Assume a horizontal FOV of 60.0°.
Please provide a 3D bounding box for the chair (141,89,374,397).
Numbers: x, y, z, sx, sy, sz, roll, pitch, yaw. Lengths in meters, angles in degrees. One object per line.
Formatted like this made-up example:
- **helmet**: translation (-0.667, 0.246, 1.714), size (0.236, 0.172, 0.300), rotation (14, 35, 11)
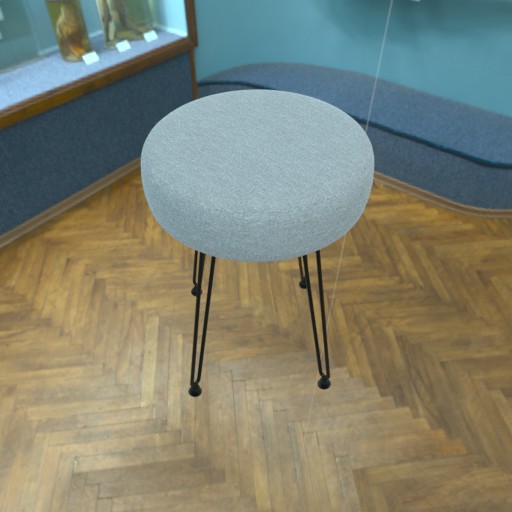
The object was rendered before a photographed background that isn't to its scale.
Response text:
- **chair**: translation (0.000, 0.000, 0.713), size (0.350, 0.440, 0.350), rotation (32, 54, 27)
